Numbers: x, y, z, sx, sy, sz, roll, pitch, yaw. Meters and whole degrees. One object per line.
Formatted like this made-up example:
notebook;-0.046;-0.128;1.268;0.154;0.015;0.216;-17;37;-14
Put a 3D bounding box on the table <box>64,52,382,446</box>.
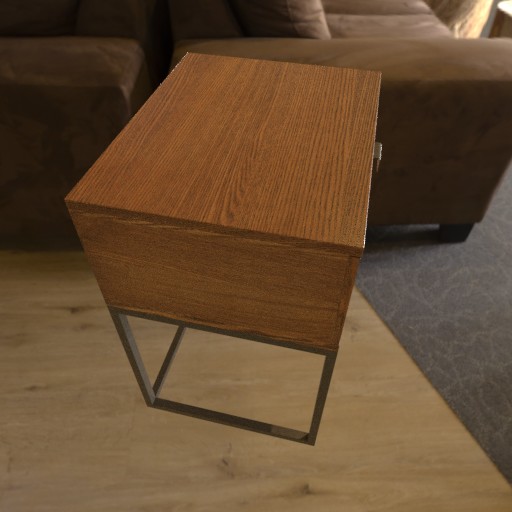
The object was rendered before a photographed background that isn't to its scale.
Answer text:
table;0.000;0.000;0.927;0.400;0.610;0.482;10;47;9
